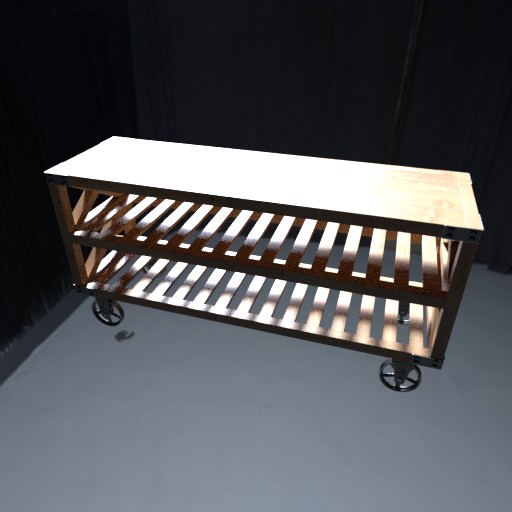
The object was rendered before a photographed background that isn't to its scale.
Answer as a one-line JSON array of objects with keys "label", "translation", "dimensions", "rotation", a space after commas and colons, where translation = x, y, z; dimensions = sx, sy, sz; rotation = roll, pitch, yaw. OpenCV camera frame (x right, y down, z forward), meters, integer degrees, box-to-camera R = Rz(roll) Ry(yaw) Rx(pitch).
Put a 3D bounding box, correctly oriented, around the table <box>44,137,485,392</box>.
[{"label": "table", "translation": [0.000, 0.000, 1.794], "dimensions": [1.487, 0.711, 0.467], "rotation": [9, 33, 15]}]
